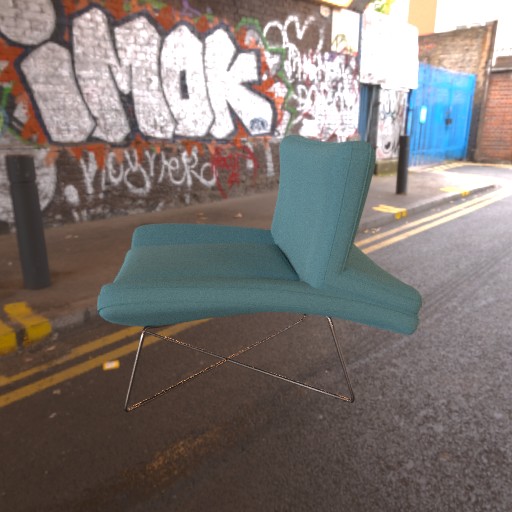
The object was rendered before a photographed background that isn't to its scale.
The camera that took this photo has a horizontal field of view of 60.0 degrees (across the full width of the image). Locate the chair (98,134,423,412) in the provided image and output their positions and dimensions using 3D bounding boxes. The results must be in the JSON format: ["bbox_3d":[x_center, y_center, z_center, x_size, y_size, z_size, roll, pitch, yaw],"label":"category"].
[{"bbox_3d":[0.000,0.000,1.649,1.008,0.855,0.859,-2,17,-7],"label":"chair"}]
